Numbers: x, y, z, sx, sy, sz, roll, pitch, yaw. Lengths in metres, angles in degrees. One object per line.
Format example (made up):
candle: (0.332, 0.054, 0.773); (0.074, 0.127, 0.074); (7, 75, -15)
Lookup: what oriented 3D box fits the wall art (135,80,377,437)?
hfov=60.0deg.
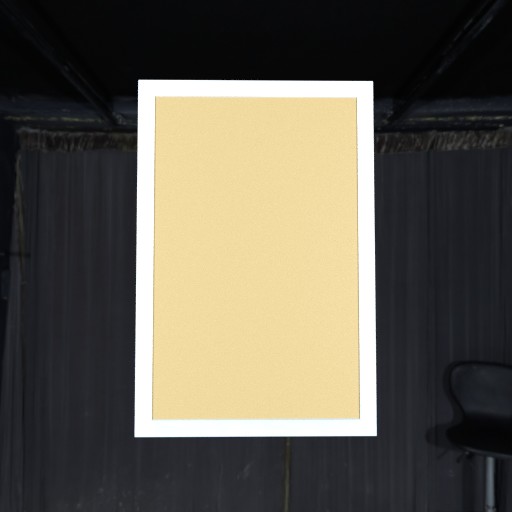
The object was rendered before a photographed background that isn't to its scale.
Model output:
wall art: (0.000, 0.000, 1.158); (0.612, 0.915, 0.039); (0, -2, -1)
